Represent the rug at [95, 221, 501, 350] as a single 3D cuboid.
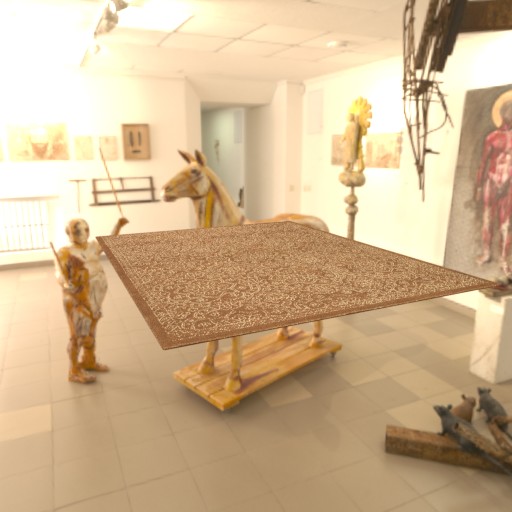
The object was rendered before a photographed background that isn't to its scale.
[{"bbox_3d":[0.000,0.000,4.002,2.441,0.015,3.050,-6,15,-24],"label":"rug"}]
